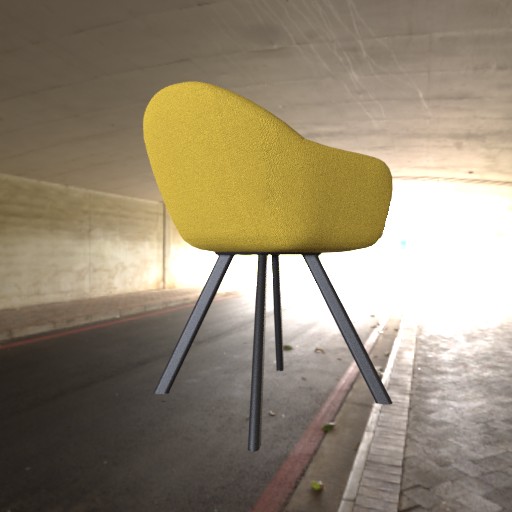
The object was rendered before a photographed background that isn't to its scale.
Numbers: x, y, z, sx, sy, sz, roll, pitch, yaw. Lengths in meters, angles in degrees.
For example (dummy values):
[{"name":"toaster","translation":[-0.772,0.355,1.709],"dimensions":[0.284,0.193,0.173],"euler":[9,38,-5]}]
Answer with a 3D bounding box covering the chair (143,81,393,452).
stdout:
[{"name":"chair","translation":[0.000,0.000,1.181],"dimensions":[0.565,0.775,0.545],"euler":[0,0,-37]}]
